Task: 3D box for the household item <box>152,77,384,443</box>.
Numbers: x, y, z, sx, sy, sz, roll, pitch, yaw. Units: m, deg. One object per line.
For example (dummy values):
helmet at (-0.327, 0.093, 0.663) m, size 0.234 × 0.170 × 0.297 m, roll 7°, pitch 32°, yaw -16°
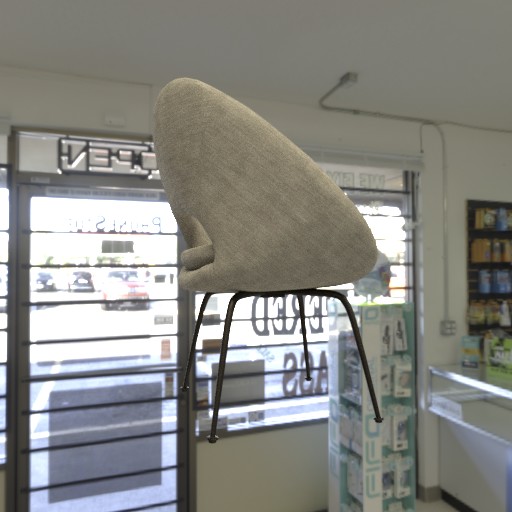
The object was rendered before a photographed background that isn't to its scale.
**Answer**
household item at (0.000, 0.000, 1.284) m, size 0.587 × 0.869 × 0.643 m, roll 0°, pitch -1°, yaw -18°
